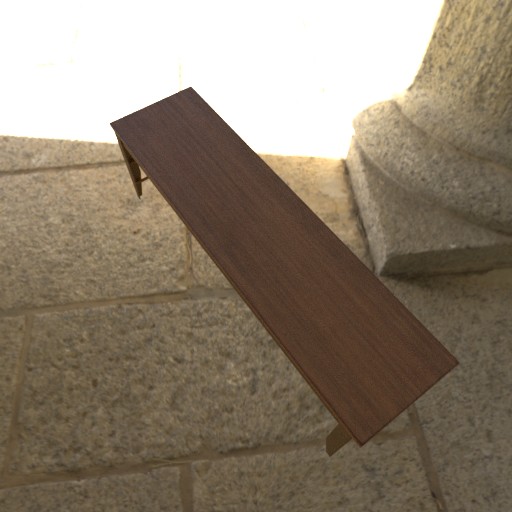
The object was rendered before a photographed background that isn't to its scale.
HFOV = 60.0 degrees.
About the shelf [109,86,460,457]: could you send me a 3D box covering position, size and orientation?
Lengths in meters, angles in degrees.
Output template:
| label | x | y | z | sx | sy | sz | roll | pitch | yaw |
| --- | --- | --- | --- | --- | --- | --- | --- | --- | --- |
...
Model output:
| label | x | y | z | sx | sy | sz | roll | pitch | yaw |
| --- | --- | --- | --- | --- | --- | --- | --- | --- | --- |
| shelf | 0.000 | 0.000 | 0.737 | 0.166 | 0.190 | 0.636 | -32 | 64 | -17 |
